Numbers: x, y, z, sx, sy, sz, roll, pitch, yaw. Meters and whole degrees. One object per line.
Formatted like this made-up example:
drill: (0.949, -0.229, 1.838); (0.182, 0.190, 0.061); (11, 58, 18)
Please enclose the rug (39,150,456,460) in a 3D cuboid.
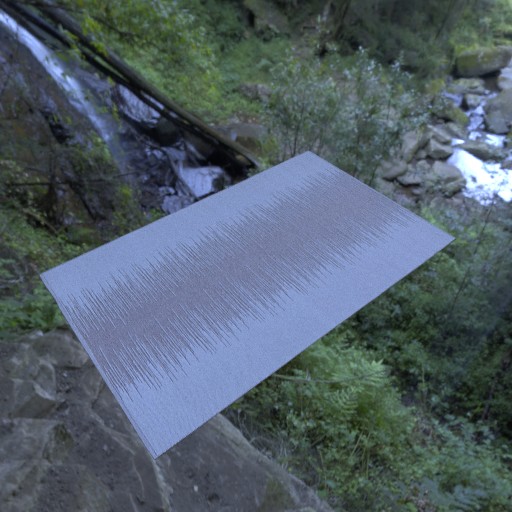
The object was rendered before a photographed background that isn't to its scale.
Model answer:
rug: (0.000, 0.000, 3.027); (2.440, 0.012, 1.522); (-29, 52, -27)
